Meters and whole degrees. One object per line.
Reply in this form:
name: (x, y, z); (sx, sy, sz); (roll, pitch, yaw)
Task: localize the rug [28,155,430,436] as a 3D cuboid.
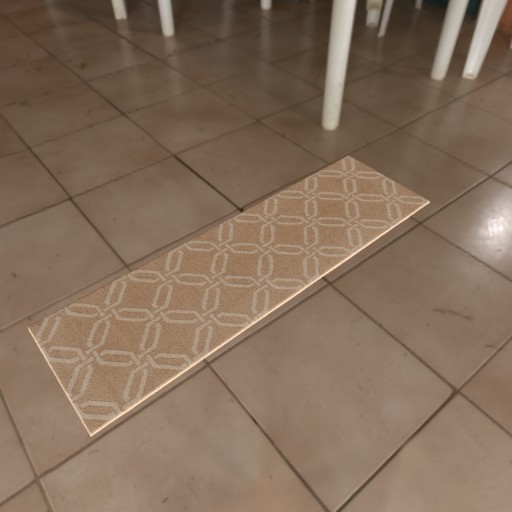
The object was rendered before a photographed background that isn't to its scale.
rug: (0.000, 0.000, 2.440); (2.276, 0.014, 0.678); (-31, 53, -27)
